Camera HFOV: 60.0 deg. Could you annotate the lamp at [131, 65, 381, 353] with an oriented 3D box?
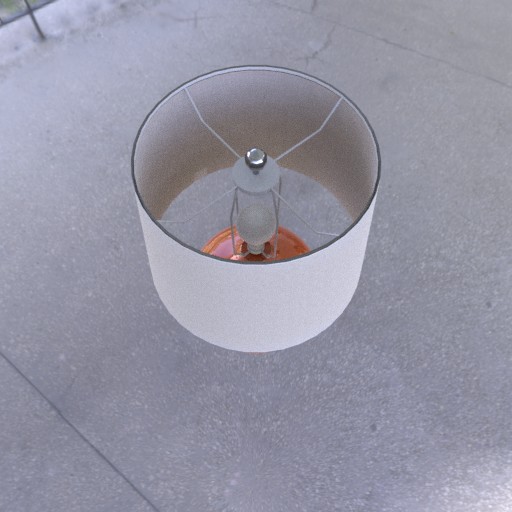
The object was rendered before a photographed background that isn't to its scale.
[{"bbox_3d":[0.000,0.000,0.538,0.247,0.387,0.247,0,64,0],"label":"lamp"}]
